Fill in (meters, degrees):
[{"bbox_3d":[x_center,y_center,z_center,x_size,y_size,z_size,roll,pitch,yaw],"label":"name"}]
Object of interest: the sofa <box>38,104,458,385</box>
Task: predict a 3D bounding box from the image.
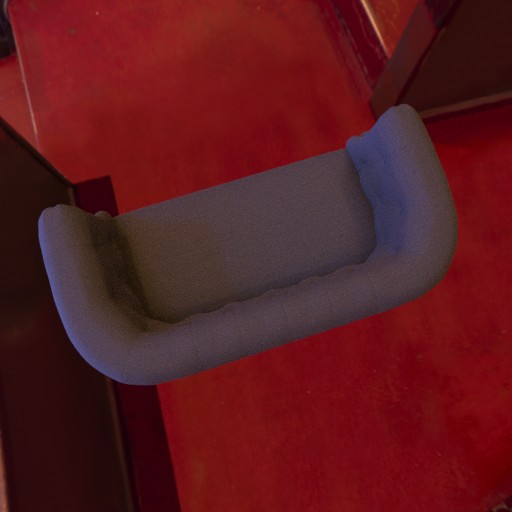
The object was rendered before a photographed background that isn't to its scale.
[{"bbox_3d":[0.000,0.000,1.986,1.558,0.827,0.835,-17,77,-4],"label":"sofa"}]
